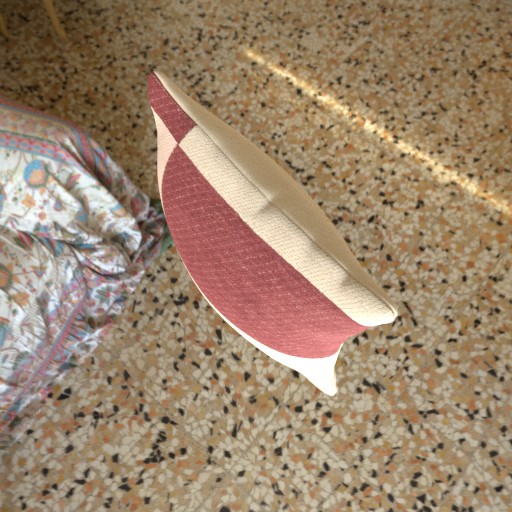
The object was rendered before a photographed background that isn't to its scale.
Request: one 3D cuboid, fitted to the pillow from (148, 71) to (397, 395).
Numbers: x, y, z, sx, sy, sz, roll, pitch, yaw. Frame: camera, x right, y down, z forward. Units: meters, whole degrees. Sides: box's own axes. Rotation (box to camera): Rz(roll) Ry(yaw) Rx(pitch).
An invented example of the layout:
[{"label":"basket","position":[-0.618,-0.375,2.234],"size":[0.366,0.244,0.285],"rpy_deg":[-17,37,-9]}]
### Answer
[{"label":"pillow","position":[0.000,0.000,0.809],"size":[0.229,0.506,0.536],"rpy_deg":[-36,70,-16]}]
